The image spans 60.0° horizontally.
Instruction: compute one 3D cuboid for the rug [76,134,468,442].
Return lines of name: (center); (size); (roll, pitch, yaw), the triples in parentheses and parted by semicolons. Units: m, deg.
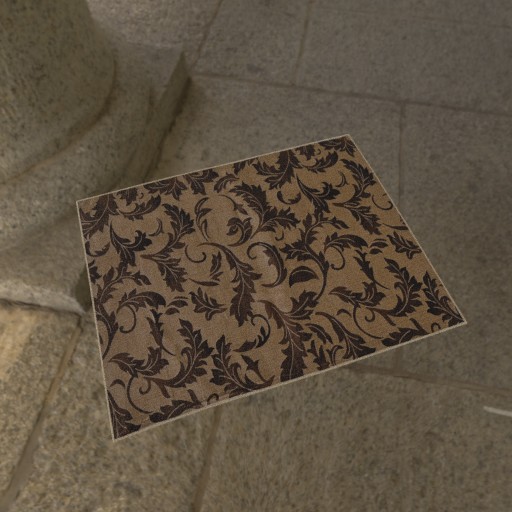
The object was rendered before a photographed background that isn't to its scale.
rug: (0.000, 0.000, 4.055); (2.977, 0.008, 2.380); (-16, 59, -10)
